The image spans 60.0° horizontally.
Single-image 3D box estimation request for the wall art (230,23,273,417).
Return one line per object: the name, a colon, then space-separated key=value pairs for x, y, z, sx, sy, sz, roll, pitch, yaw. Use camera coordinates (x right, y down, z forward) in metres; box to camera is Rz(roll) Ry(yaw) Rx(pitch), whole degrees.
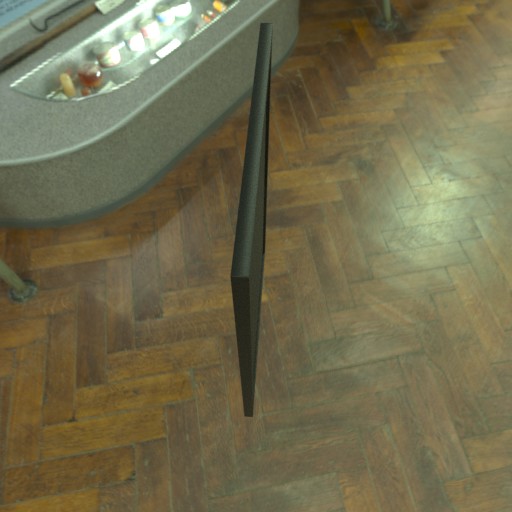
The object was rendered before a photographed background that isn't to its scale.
wall art: x=0.000 y=0.000 z=0.564 sx=0.013 sy=0.431 sz=0.303 roll=4 pitch=58 yaw=2
